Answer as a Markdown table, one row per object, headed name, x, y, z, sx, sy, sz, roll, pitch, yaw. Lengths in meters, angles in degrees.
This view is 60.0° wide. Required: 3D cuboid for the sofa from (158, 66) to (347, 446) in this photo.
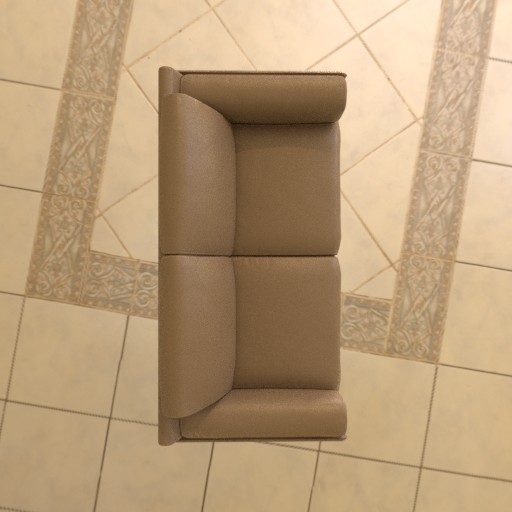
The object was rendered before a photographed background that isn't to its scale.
| name | x | y | z | sx | sy | sz | roll | pitch | yaw |
| --- | --- | --- | --- | --- | --- | --- | --- | --- | --- |
| sofa | 0.000 | 0.000 | 2.610 | 1.049 | 0.930 | 2.101 | 0 | 90 | -1 |
